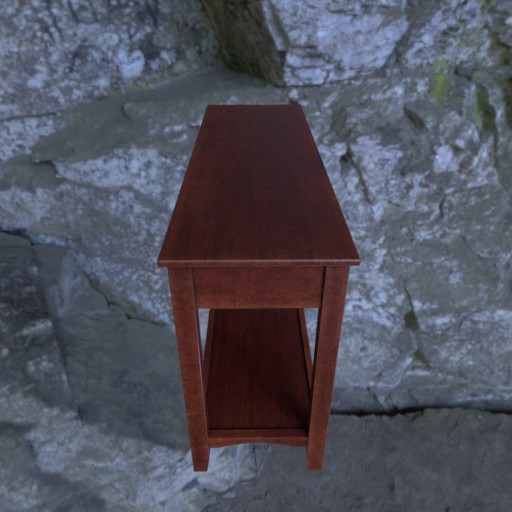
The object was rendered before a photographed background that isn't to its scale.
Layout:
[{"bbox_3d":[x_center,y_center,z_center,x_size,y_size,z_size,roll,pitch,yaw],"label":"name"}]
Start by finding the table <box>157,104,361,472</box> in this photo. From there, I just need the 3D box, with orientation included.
[{"bbox_3d":[0.000,0.000,1.543,0.392,0.739,1.188,0,33,-1],"label":"table"}]
